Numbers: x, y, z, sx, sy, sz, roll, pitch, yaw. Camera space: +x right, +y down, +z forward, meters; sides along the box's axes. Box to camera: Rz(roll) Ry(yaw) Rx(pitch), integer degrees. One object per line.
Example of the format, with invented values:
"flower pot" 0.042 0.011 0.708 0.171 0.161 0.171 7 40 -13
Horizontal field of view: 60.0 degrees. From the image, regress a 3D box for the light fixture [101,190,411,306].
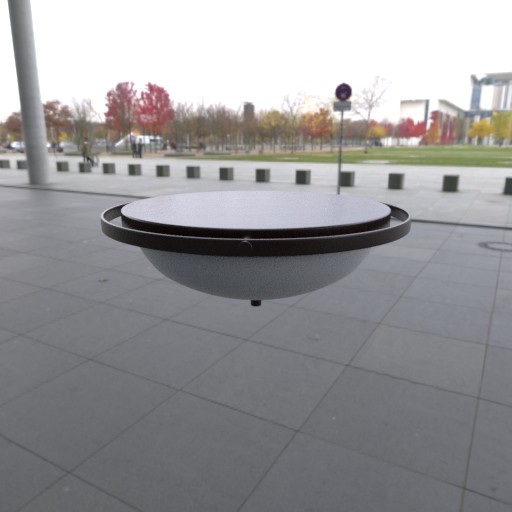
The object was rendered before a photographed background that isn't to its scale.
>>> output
"light fixture" 0.000 0.000 0.558 0.361 0.130 0.361 0 14 0
